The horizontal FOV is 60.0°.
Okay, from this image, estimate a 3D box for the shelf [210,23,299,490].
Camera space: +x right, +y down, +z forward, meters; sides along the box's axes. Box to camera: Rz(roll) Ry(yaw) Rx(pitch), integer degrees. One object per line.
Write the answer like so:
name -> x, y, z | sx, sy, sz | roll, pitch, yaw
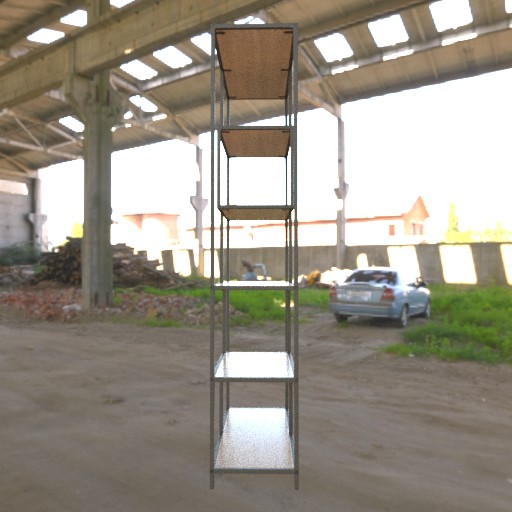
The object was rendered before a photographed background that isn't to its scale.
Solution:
shelf -> 0.000, 0.000, 2.142 | 0.350, 1.850, 0.770 | 0, -1, 1
